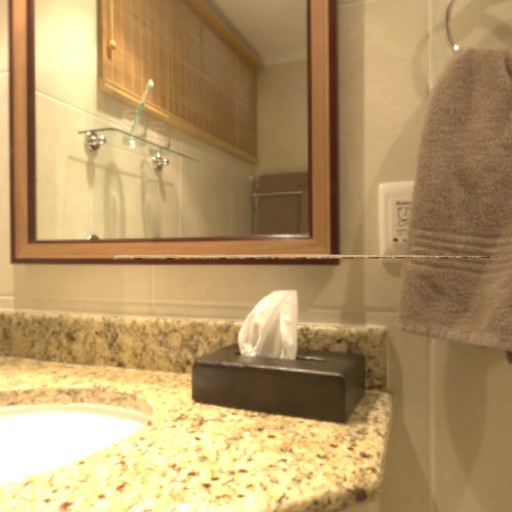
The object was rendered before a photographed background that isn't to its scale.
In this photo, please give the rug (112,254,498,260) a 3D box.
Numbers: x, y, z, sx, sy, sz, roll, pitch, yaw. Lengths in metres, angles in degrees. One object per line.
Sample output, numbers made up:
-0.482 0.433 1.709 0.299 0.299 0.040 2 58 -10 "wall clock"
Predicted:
0.000 0.000 4.024 2.439 0.010 3.048 0 0 -17 "rug"
